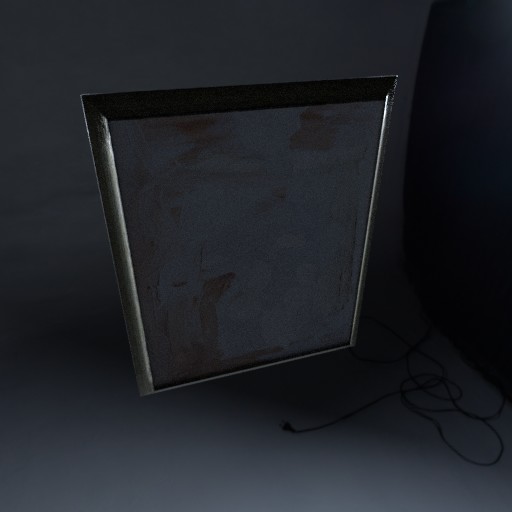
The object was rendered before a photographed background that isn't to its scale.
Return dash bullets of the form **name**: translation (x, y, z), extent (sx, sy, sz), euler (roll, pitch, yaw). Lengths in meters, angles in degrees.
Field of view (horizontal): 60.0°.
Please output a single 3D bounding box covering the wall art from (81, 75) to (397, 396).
- **wall art**: translation (0.000, 0.000, 0.627), extent (0.381, 0.457, 0.023), euler (-9, 33, -15)
